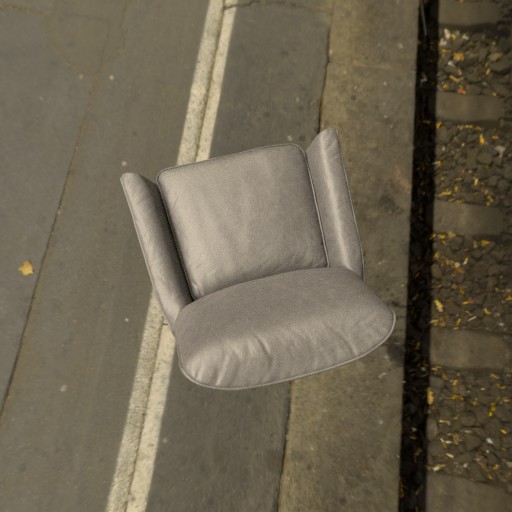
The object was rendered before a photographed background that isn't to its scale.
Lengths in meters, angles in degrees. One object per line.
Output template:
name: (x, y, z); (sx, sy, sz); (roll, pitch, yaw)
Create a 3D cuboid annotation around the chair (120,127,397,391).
chair: (0.000, 0.000, 1.500); (0.787, 0.888, 0.822); (-13, 75, -4)
